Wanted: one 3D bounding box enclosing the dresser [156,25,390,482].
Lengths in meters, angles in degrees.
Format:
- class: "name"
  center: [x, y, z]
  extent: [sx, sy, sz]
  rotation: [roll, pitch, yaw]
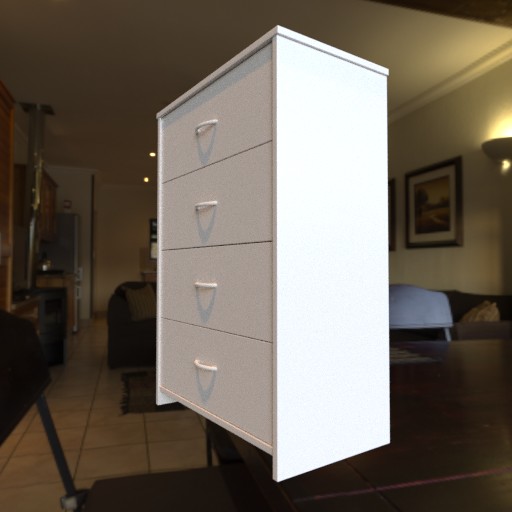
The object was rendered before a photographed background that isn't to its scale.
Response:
- class: "dresser"
  center: [0.000, 0.000, 1.381]
  extent: [0.401, 1.021, 0.704]
  rotation: [1, -2, -35]
